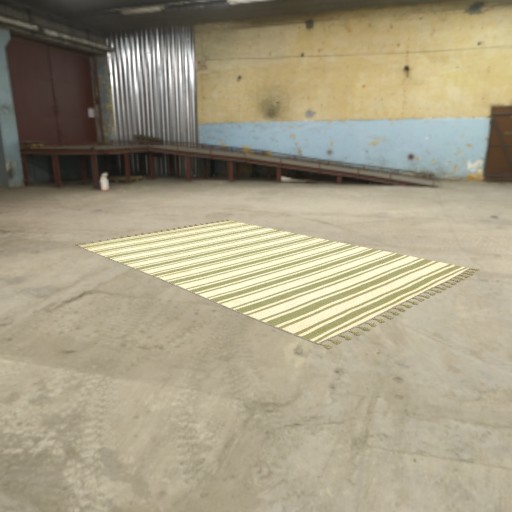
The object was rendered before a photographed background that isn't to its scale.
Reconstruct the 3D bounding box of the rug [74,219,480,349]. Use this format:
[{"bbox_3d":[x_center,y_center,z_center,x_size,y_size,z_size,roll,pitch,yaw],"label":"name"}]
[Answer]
[{"bbox_3d":[0.000,0.000,3.064,1.540,0.018,2.435,-14,20,-42],"label":"rug"}]
